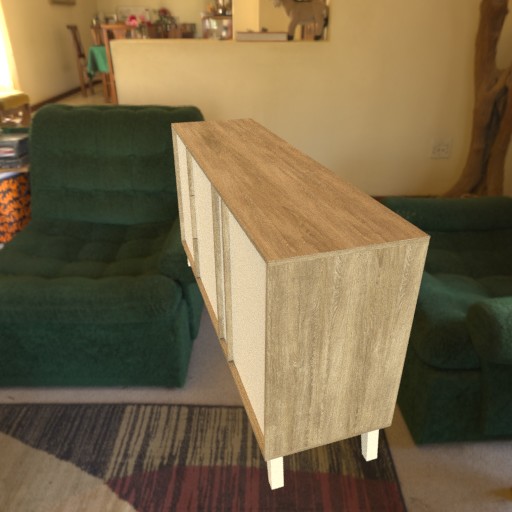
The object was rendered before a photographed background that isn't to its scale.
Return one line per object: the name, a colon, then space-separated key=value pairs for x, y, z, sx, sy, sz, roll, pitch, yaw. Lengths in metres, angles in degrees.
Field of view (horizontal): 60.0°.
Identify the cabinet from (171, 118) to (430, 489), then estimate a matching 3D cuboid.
cabinet: x=0.000 y=0.000 z=1.979 sx=0.450 sy=0.870 sz=1.600 roll=-9 pitch=30 yaw=-15
